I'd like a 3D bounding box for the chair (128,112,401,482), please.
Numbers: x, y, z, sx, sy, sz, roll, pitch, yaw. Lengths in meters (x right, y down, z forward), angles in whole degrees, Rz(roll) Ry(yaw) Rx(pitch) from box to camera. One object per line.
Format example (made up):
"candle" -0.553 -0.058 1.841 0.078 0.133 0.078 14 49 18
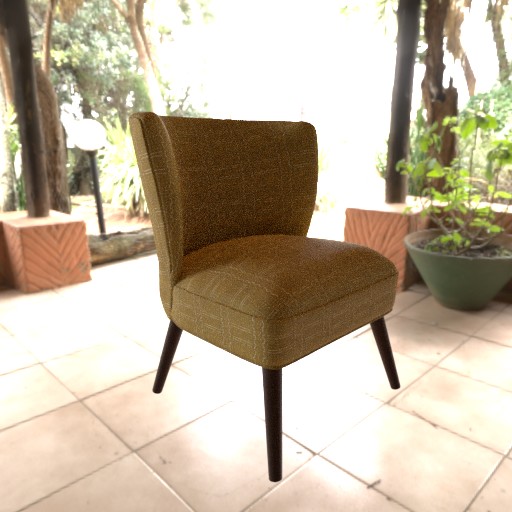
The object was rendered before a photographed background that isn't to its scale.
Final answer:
"chair" 0.000 0.000 1.399 0.706 0.866 0.758 -14 20 -43
